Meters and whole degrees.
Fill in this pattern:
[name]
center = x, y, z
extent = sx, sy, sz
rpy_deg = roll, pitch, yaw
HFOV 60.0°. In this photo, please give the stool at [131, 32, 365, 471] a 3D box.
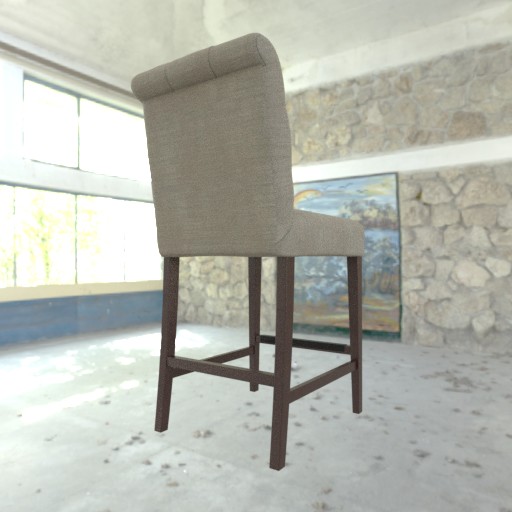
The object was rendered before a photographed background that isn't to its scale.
[stool]
center = 0.000, 0.000, 1.429
extent = 0.486, 1.084, 0.660
rpy_deg = 0, -1, 35
